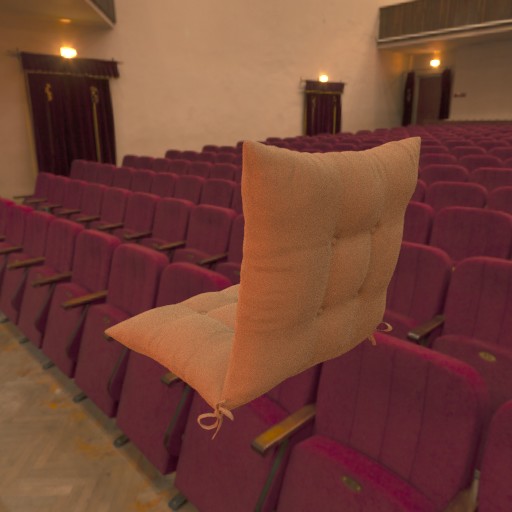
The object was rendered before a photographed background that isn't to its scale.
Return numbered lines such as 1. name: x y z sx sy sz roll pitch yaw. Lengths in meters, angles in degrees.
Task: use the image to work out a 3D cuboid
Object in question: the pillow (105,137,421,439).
1. pillow: 0.000 0.000 1.019 0.541 0.536 0.585 -15 22 -41
